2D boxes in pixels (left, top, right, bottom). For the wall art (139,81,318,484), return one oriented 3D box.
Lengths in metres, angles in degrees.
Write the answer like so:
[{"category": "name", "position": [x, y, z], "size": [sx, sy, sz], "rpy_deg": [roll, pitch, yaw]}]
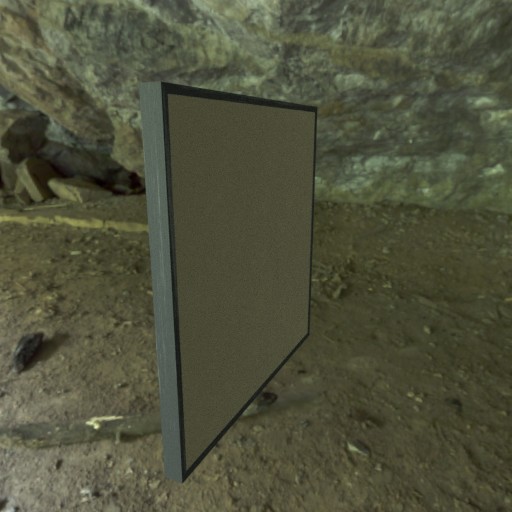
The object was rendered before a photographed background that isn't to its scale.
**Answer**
[{"category": "wall art", "position": [0.000, 0.000, 1.131], "size": [0.043, 0.758, 0.762], "rpy_deg": [7, 17, 25]}]
